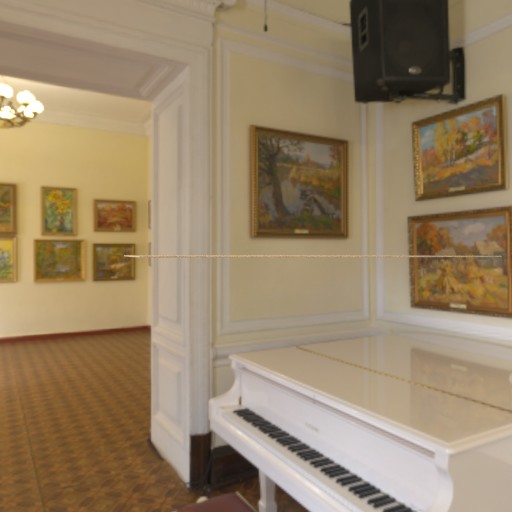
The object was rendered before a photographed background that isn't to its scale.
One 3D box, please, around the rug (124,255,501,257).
[{"bbox_3d":[0.000,0.000,3.577,1.981,0.006,2.895,0,0,-18],"label":"rug"}]
